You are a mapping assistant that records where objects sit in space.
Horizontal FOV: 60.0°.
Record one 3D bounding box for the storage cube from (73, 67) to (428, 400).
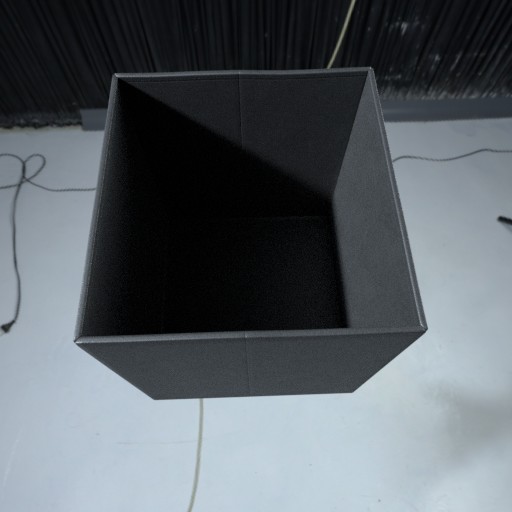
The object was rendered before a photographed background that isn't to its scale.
[{"bbox_3d":[0.000,0.000,0.495,0.270,0.280,0.270,-2,64,-1],"label":"storage cube"}]
